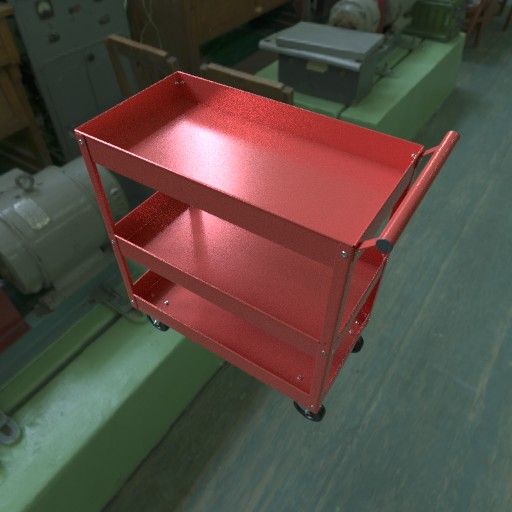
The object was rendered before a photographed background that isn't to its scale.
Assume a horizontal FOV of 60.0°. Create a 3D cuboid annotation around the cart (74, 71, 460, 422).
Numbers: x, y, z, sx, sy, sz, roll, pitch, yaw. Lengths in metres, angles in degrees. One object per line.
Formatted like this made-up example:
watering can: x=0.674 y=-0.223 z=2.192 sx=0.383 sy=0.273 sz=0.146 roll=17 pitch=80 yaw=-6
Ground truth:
cart: x=0.000 y=0.000 z=1.173 sx=0.719 sy=0.780 sz=0.366 roll=25 pitch=51 yaw=22
